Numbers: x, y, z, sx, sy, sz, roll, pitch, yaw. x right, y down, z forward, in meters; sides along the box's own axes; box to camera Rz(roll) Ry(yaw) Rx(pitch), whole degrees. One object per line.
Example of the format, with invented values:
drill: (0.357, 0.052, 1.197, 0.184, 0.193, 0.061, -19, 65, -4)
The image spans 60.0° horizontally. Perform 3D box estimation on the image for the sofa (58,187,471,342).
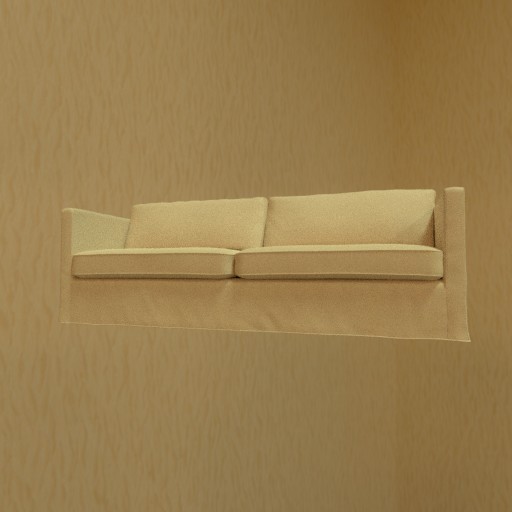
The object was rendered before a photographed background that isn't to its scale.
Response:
sofa: (0.000, 0.000, 3.306, 2.779, 0.999, 1.036, -1, -2, 18)
